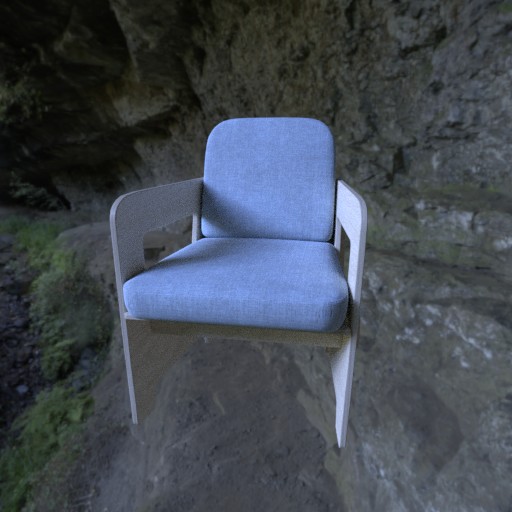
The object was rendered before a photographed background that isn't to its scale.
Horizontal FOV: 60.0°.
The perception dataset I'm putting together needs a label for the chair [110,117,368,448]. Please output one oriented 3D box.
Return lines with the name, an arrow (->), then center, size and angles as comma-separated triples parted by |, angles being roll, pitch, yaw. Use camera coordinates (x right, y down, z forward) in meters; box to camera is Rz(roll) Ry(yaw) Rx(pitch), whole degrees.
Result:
chair -> 0.000, 0.000, 1.295 | 0.590, 0.800, 0.710 | 3, 15, 10
